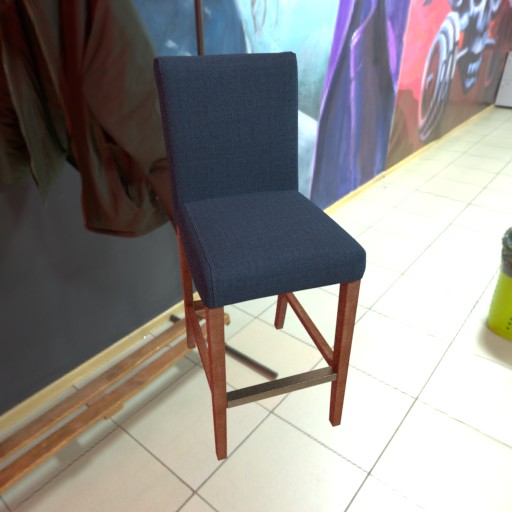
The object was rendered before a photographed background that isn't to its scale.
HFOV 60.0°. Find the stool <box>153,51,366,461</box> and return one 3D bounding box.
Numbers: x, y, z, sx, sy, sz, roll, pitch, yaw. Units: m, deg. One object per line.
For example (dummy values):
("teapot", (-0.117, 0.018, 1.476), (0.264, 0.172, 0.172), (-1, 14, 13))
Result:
("stool", (0.000, 0.000, 1.366), (0.454, 1.088, 0.574), (-10, 32, -16))
